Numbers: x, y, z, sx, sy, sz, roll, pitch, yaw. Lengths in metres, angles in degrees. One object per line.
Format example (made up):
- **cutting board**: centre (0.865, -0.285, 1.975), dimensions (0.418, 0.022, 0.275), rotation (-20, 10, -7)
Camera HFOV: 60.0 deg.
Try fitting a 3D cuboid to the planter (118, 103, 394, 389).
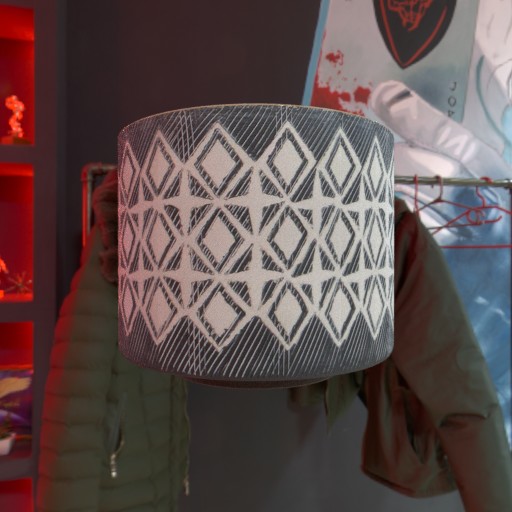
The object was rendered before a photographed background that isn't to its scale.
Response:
- **planter**: centre (0.000, 0.000, 0.213), dimensions (0.126, 0.104, 0.126), rotation (0, 0, 0)
